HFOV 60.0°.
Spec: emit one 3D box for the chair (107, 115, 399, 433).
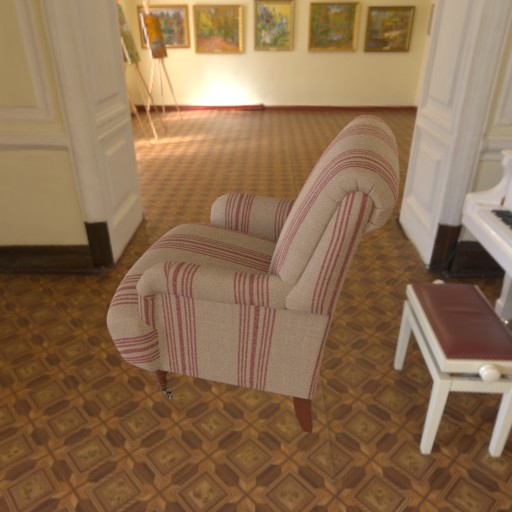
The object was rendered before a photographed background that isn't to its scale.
[{"bbox_3d":[0.000,0.000,1.917,1.058,1.123,0.933,7,29,13],"label":"chair"}]
